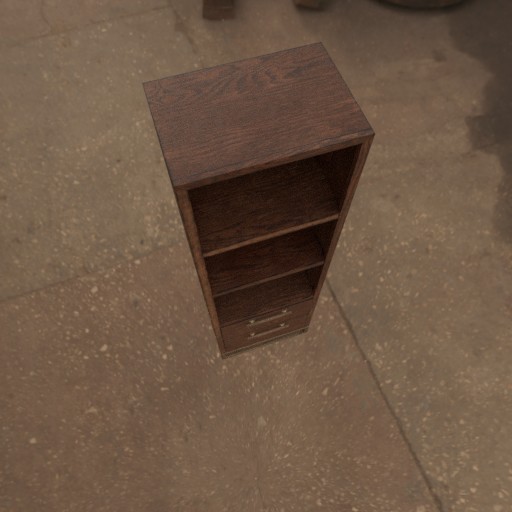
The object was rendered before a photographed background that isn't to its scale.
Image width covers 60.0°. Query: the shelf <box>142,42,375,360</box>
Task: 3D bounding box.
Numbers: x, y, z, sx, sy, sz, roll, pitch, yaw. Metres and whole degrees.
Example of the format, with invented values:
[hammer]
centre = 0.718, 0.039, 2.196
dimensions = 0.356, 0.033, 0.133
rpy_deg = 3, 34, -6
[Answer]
[shelf]
centre = 0.000, 0.000, 1.956
dimensions = 0.539, 1.732, 0.395
rpy_deg = -17, 65, -8
